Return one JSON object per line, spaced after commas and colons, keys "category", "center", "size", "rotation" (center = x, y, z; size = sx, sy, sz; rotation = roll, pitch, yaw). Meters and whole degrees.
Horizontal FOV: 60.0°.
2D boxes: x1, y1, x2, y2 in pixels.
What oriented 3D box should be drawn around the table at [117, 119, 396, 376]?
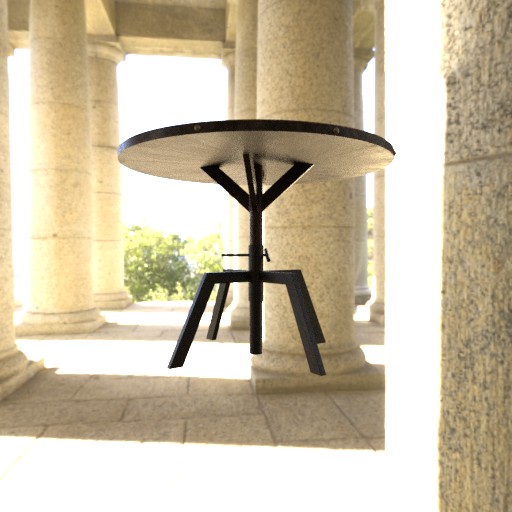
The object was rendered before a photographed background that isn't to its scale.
{"category": "table", "center": [0.000, 0.000, 1.488], "size": [0.885, 0.658, 0.885], "rotation": [0, 1, 0]}
